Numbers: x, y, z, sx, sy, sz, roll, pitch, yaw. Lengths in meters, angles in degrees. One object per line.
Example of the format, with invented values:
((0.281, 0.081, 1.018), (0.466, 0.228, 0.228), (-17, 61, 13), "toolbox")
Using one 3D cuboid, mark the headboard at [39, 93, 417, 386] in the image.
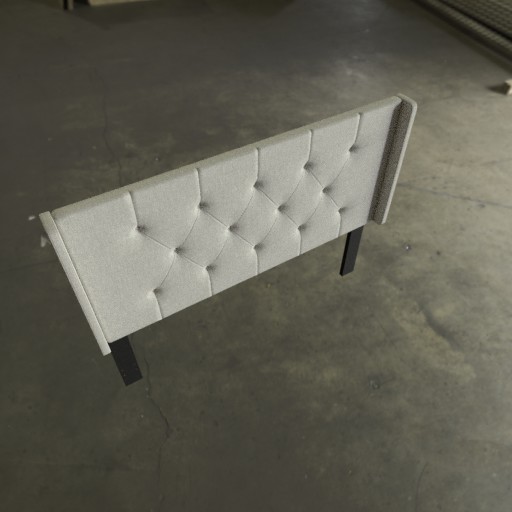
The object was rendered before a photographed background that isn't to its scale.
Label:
((0.000, 0.000, 2.720), (2.051, 1.524, 0.184), (-24, 51, -22), "headboard")
